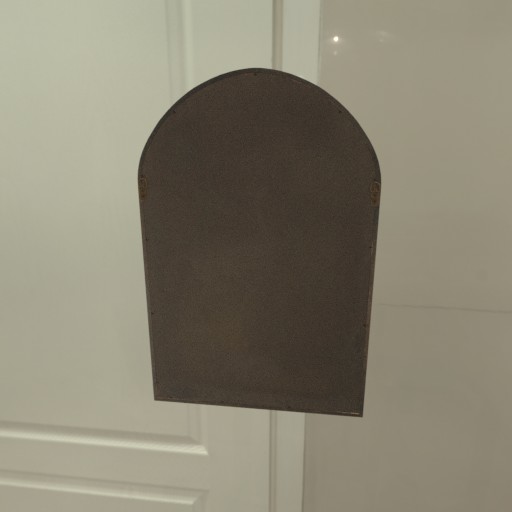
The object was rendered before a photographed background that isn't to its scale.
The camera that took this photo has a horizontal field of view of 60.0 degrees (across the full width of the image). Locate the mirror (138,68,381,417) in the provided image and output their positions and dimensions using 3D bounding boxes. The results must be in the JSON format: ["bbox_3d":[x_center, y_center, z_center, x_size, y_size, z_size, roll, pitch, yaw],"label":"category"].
[{"bbox_3d":[0.000,0.000,1.167,0.609,0.915,0.032,2,17,7],"label":"mirror"}]
